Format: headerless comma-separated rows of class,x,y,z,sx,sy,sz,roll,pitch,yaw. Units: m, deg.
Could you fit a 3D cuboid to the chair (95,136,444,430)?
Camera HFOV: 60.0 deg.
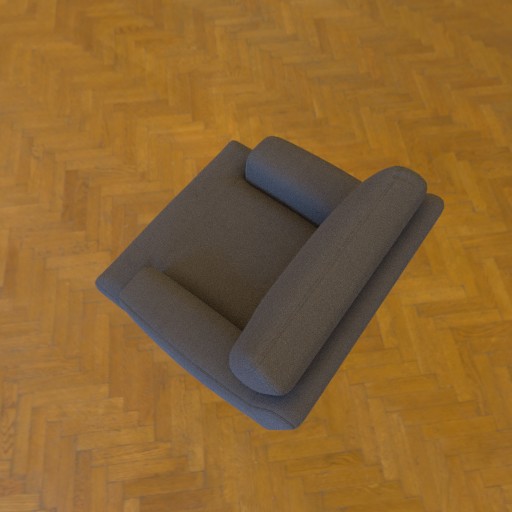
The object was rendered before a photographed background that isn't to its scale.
chair,0.000,0.000,2.047,1.143,0.940,1.168,34,70,15
